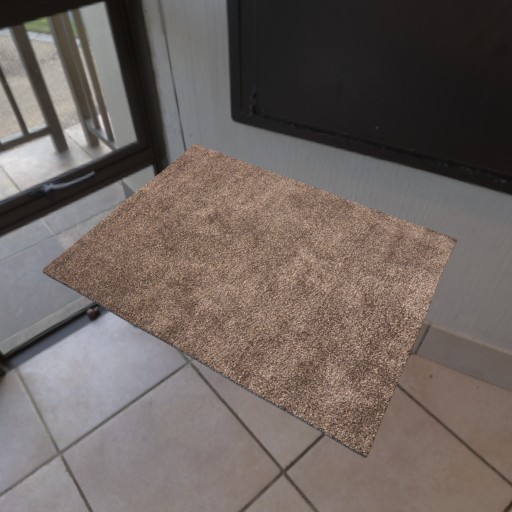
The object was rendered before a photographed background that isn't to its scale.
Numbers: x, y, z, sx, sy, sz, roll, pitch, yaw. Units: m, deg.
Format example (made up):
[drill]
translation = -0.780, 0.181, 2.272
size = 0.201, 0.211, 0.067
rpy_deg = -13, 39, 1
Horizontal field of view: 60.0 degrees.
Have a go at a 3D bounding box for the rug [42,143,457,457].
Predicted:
[rug]
translation = 0.000, 0.000, 2.125
size = 1.601, 0.025, 1.198
rpy_deg = 24, 52, 20
